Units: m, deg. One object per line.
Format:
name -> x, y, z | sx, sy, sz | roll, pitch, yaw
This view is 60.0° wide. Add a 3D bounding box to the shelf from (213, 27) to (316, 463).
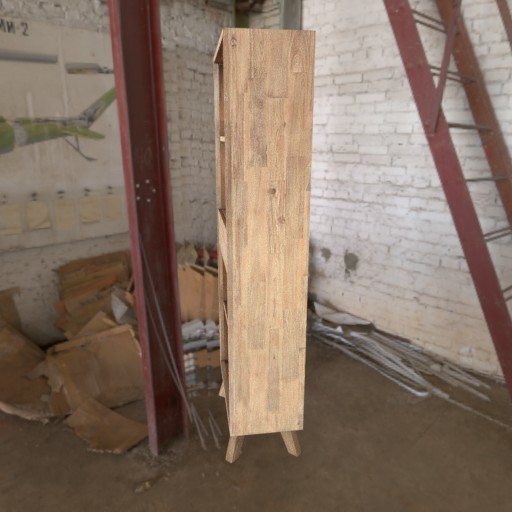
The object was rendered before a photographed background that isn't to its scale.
shelf -> 0.000, 0.000, 1.549 | 0.267, 1.342, 0.491 | -2, 15, -8
